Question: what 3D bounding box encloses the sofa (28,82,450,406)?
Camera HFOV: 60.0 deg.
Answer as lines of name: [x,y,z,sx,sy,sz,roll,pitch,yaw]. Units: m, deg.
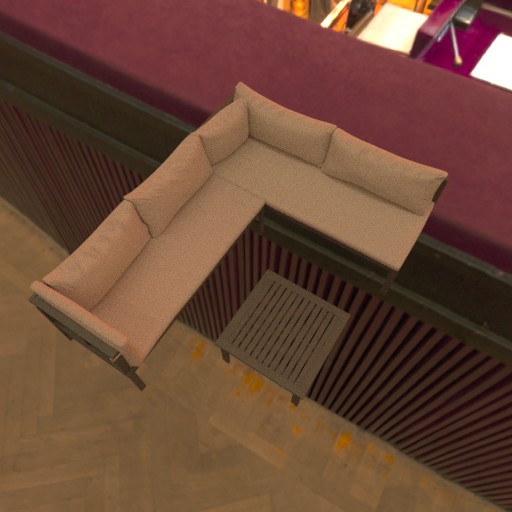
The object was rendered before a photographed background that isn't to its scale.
sofa: [0.000,0.000,2.874,1.658,0.758,2.096,29,63,16]
